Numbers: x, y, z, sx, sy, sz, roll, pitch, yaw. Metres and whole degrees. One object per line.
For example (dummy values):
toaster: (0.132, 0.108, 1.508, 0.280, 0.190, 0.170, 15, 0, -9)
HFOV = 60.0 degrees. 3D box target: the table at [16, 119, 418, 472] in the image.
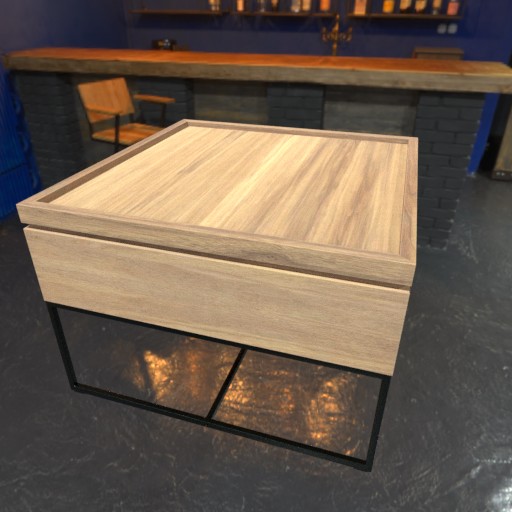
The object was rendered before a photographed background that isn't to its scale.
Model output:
table: (0.000, 0.000, 1.089, 0.676, 0.464, 0.679, 9, 31, 15)
